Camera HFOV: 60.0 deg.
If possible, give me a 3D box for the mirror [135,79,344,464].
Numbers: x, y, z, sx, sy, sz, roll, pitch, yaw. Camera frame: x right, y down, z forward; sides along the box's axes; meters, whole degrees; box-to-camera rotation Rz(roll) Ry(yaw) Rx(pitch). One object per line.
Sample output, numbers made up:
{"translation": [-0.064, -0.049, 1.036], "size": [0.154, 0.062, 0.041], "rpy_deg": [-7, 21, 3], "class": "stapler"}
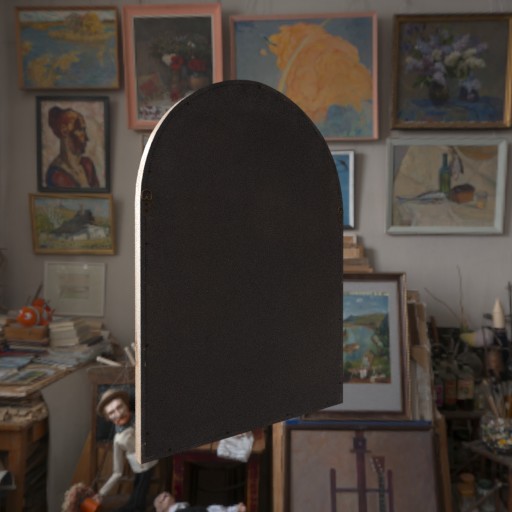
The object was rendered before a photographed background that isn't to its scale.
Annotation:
{"translation": [0.000, 0.000, 1.187], "size": [0.660, 0.920, 0.032], "rpy_deg": [0, 1, -37], "class": "mirror"}
